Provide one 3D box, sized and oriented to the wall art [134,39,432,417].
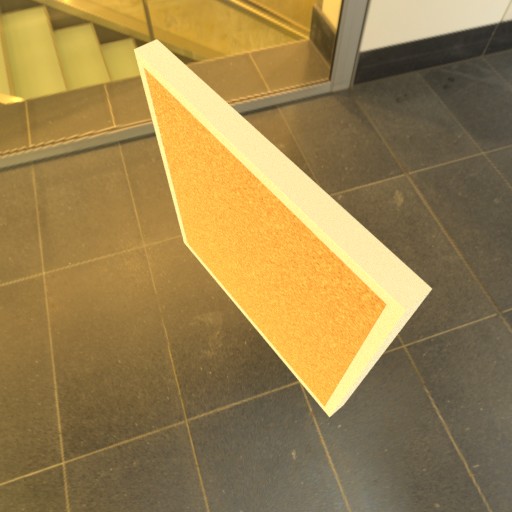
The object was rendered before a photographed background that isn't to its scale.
[{"bbox_3d":[0.000,0.000,0.744,0.038,0.505,0.506,-34,65,-18],"label":"wall art"}]
